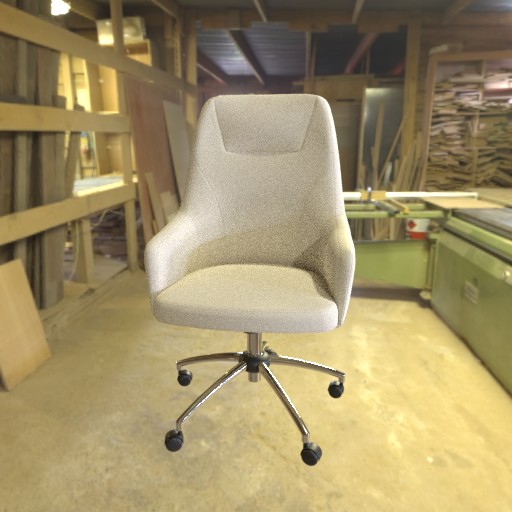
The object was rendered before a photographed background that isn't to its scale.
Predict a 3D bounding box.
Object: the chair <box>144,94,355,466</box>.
[{"bbox_3d":[0.000,0.000,1.448,0.620,1.049,0.640,2,14,8],"label":"chair"}]
